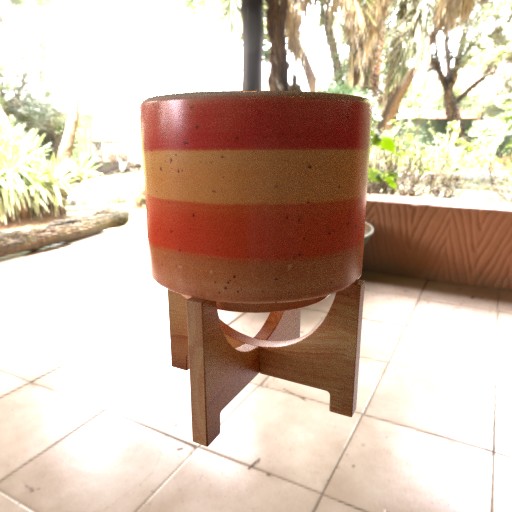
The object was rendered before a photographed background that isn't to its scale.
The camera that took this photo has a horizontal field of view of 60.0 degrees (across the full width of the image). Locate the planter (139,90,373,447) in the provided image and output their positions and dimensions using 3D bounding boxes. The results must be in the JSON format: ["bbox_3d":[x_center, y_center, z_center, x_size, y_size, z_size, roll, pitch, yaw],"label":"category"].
[{"bbox_3d":[0.000,0.000,0.407,0.199,0.268,0.199,0,15,0],"label":"planter"}]
